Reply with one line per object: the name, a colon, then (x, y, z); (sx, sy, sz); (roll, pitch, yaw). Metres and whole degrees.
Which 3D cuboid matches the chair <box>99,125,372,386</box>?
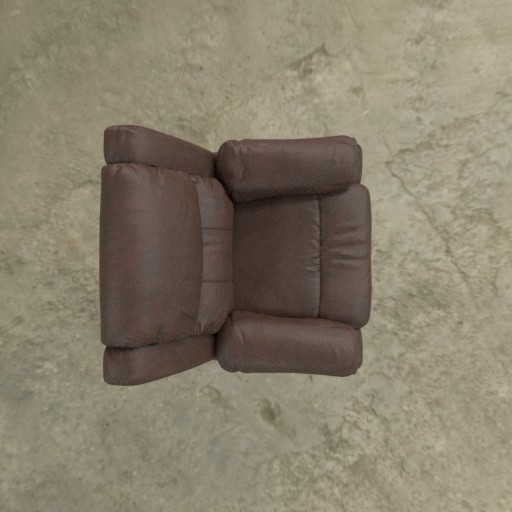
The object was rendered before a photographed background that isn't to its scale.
chair: (0.000, 0.000, 1.273); (0.707, 0.702, 0.680); (0, 90, 0)
